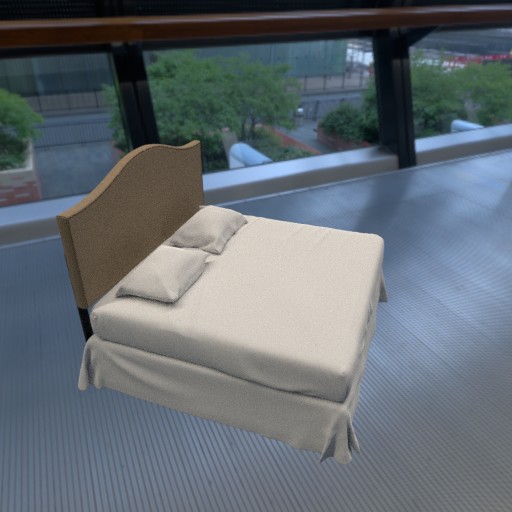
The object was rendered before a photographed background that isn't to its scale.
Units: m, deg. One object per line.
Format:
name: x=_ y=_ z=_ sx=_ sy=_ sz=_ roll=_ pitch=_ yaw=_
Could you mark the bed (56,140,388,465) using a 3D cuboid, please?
bed: x=0.000 y=0.000 z=3.729 sx=2.222 sy=1.651 sz=2.311 roll=10 pitch=31 yaw=17
